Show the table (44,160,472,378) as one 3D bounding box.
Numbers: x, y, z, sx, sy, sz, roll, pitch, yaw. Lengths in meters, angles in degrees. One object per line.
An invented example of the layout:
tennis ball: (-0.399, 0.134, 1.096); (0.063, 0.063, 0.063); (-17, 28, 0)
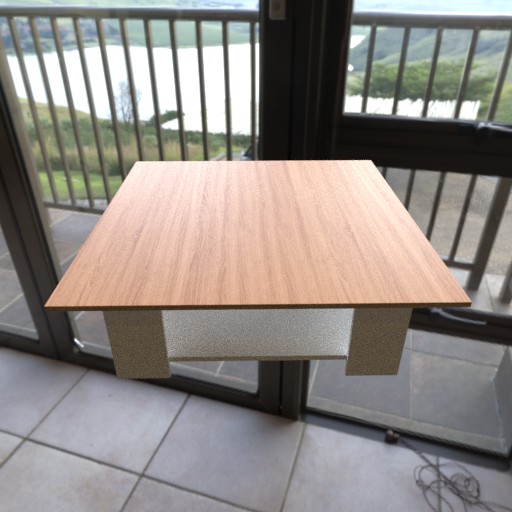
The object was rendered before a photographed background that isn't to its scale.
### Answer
table: (0.000, 0.000, 1.380); (0.890, 0.305, 0.890); (0, 31, -1)
